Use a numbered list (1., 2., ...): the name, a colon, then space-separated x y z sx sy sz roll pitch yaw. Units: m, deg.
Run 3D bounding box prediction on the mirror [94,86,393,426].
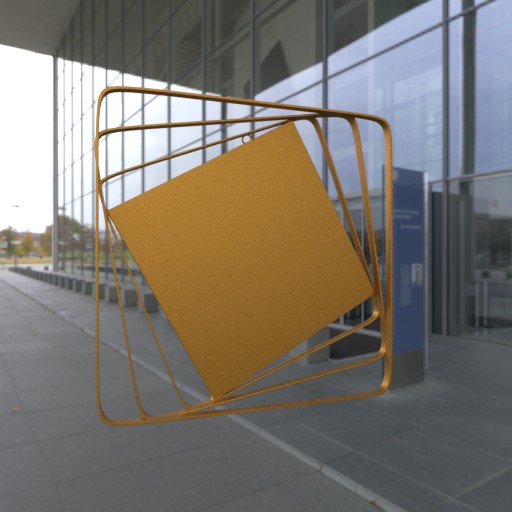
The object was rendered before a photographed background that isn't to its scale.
1. mirror: 0.000 0.000 0.685 0.470 0.468 0.045 0 0 -19
